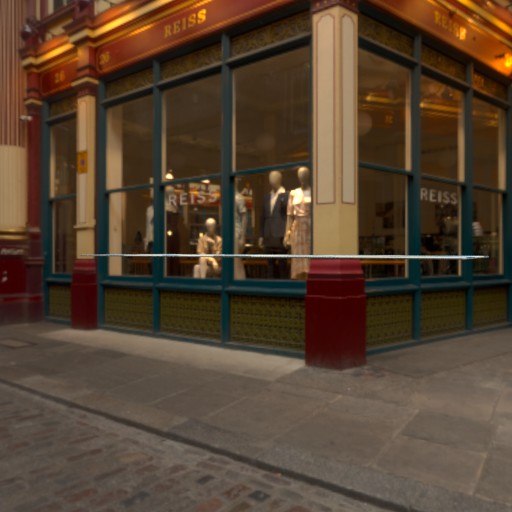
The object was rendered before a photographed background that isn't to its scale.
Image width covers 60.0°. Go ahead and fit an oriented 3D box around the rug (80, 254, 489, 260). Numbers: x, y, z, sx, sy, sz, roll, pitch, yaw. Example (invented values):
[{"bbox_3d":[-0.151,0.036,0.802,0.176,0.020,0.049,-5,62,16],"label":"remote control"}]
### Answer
[{"bbox_3d":[0.000,0.000,2.691,2.437,0.008,0.774,0,1,34],"label":"rug"}]
